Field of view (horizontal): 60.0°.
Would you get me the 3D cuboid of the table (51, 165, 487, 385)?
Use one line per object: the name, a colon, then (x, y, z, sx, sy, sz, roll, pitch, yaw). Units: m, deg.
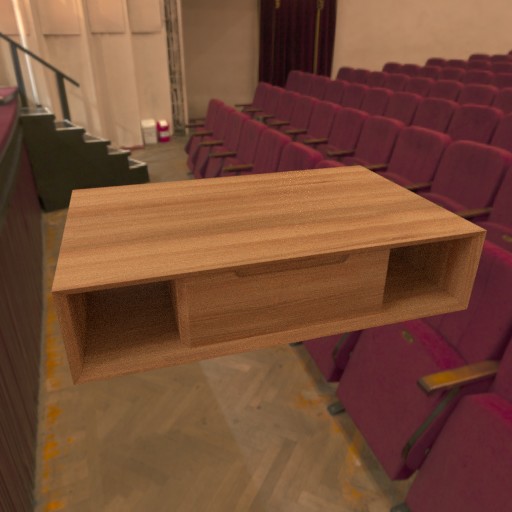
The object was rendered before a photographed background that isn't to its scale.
table: (0.000, 0.000, 1.435, 1.100, 0.330, 0.700, -8, 28, -15)
